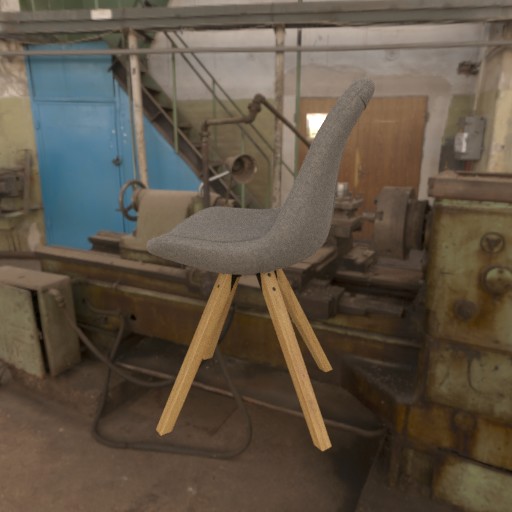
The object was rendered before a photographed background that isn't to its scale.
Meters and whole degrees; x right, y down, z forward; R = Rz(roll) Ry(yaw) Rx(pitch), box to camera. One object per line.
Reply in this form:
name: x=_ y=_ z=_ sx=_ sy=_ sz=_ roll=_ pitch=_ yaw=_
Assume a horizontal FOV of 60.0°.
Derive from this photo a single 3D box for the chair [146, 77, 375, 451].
chair: x=0.000 y=0.000 z=1.196 sx=0.550 sy=0.865 sz=0.483 roll=3 pitch=16 yaw=9
